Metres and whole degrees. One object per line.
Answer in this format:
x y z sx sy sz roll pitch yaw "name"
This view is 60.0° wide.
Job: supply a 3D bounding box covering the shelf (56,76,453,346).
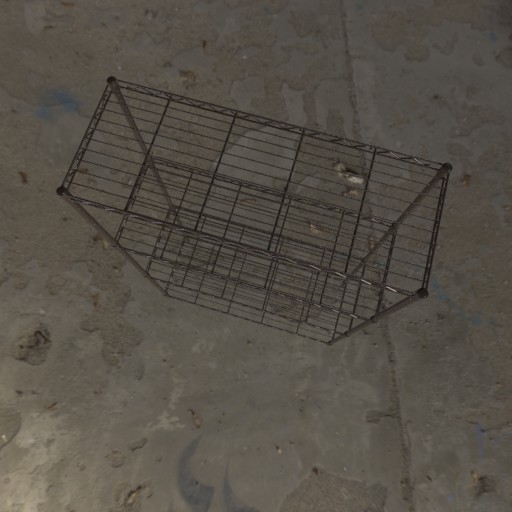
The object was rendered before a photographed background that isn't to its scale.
0.000 0.000 1.729 0.907 1.361 0.352 16 75 4 "shelf"
